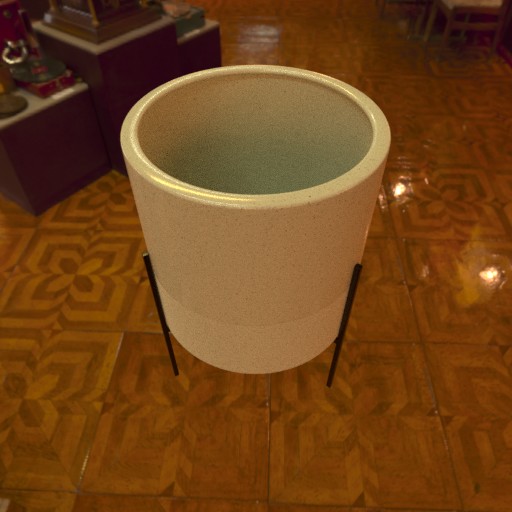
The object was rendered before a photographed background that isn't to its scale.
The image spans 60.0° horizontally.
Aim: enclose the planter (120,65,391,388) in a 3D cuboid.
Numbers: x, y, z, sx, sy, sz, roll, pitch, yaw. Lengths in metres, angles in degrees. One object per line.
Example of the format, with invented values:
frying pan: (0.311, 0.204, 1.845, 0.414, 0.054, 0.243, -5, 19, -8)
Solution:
planter: (0.000, 0.000, 0.697, 0.314, 0.475, 0.323, 3, 47, 3)
